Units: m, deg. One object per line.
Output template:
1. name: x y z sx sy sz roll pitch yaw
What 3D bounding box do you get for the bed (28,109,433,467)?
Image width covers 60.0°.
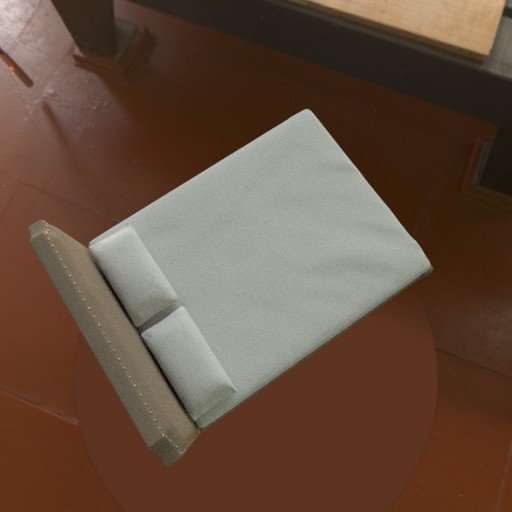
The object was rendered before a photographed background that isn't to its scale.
1. bed: 0.000 0.000 3.337 2.329 1.415 1.703 -33 79 -7
